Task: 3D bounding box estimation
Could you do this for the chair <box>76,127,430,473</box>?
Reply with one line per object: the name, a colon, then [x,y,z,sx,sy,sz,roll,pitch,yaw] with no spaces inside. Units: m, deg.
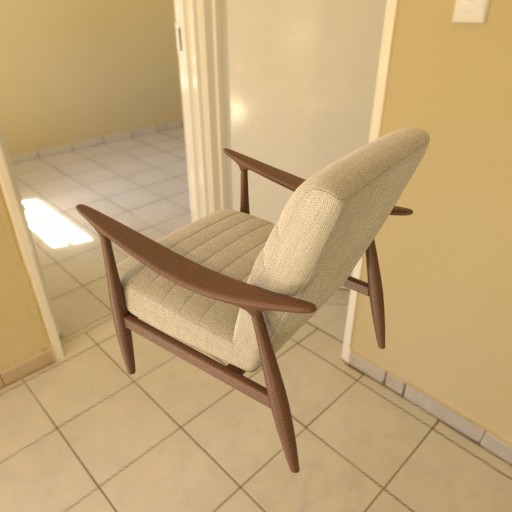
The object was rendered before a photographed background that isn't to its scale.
chair: [0.000,0.000,1.405,0.798,0.832,0.741,21,36,30]
